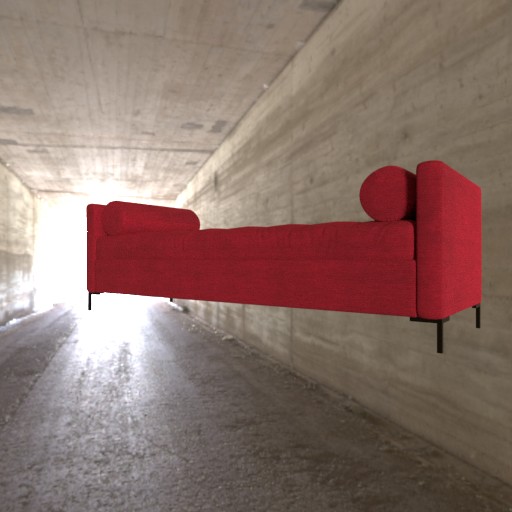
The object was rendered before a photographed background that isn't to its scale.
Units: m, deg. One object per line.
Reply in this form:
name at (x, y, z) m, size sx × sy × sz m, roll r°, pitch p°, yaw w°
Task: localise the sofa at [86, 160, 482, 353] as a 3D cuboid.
sofa at (0.000, 0.000, 2.270) m, size 1.981 × 0.635 × 0.686 m, roll 0°, pitch 0°, yaw 37°
